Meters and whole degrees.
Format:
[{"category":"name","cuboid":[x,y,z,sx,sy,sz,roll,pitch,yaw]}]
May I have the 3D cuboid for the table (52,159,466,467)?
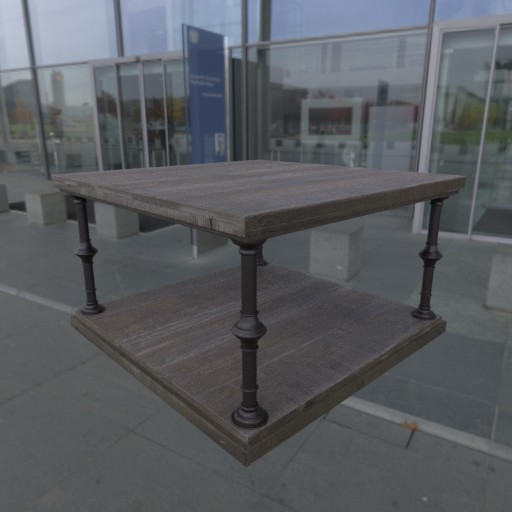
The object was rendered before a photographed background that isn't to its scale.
[{"category":"table","cuboid":[0.000,0.000,1.109,0.696,0.400,0.696,-15,22,-41]}]
